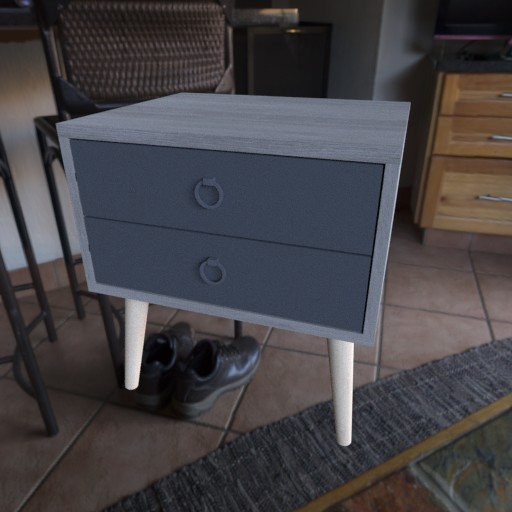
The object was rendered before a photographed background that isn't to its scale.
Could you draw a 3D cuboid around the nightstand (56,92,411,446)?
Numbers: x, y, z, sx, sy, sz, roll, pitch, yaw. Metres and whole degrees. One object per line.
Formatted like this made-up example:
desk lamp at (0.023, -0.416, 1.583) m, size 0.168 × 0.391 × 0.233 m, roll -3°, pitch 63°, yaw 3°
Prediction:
nightstand at (0.000, 0.000, 0.800) m, size 0.450 × 0.500 × 0.380 m, roll 9°, pitch 28°, yaw 17°
